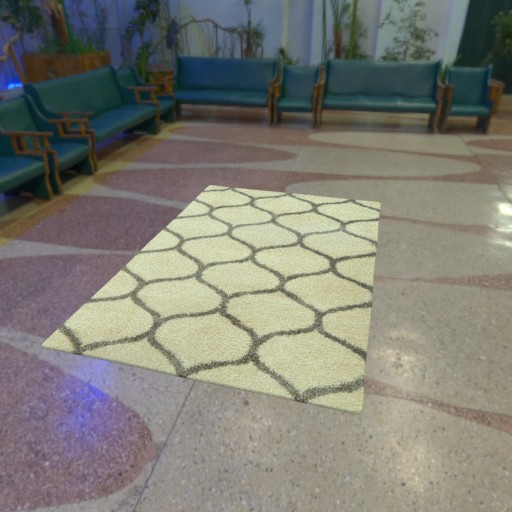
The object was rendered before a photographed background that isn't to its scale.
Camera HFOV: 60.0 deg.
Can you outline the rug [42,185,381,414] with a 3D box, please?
[{"bbox_3d":[0.000,0.000,3.446,1.801,0.026,2.701,8,30,14],"label":"rug"}]
